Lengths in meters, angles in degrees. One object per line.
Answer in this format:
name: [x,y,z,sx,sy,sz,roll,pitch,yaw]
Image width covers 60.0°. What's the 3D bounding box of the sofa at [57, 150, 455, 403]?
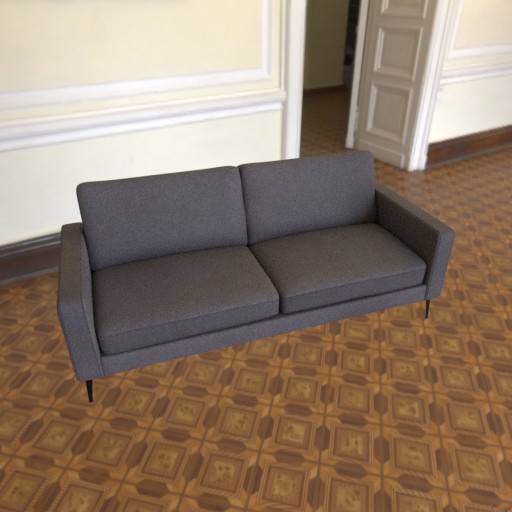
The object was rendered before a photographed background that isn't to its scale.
sofa: [0.000,0.000,2.387,1.925,0.828,0.774,-10,32,-16]
